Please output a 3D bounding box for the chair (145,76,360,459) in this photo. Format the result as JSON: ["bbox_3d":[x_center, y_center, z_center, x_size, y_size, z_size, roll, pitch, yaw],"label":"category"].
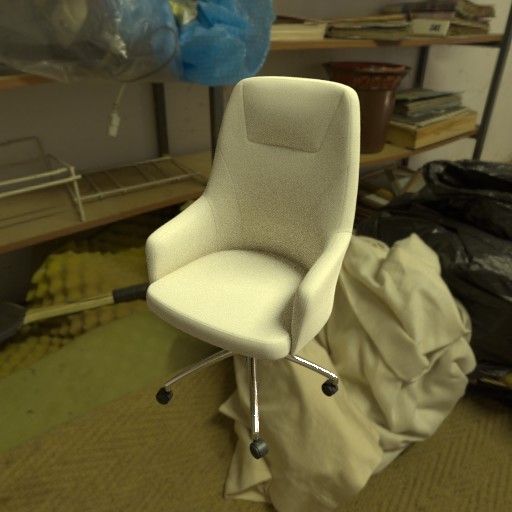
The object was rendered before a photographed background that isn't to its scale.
[{"bbox_3d":[0.000,0.000,1.470,0.620,1.049,0.640,18,34,29],"label":"chair"}]
